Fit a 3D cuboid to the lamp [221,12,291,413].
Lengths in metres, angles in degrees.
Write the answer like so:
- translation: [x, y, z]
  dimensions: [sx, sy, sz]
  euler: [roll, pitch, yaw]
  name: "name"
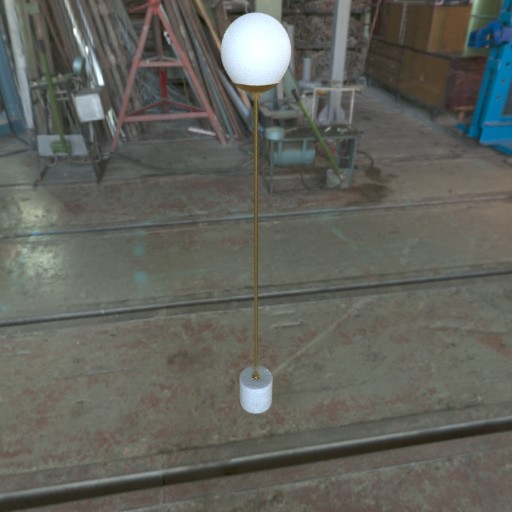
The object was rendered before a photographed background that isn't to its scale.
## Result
- translation: [0.000, 0.000, 1.818]
  dimensions: [0.224, 1.753, 0.224]
  euler: [20, 37, 29]
  name: "lamp"
